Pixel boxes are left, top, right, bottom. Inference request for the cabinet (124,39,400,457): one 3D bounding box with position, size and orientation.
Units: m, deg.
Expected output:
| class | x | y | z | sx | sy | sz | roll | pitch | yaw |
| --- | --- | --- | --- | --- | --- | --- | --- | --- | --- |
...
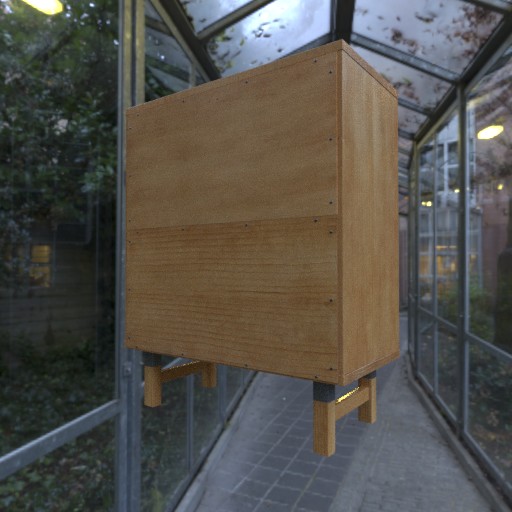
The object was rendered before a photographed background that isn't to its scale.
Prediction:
| class | x | y | z | sx | sy | sz | roll | pitch | yaw |
| --- | --- | --- | --- | --- | --- | --- | --- | --- | --- |
| cabinet | 0.000 | 0.000 | 1.428 | 0.800 | 1.001 | 0.419 | -1 | -1 | 36 |
